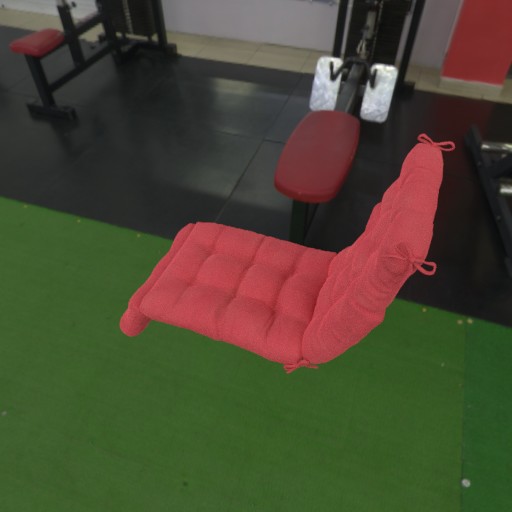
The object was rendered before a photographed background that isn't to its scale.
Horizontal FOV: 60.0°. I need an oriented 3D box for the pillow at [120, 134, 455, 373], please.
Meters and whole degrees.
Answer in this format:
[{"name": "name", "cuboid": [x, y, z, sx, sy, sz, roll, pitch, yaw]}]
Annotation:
[{"name": "pillow", "cuboid": [0.000, 0.000, 1.515, 1.016, 0.863, 0.526, 16, 49, 14]}]
